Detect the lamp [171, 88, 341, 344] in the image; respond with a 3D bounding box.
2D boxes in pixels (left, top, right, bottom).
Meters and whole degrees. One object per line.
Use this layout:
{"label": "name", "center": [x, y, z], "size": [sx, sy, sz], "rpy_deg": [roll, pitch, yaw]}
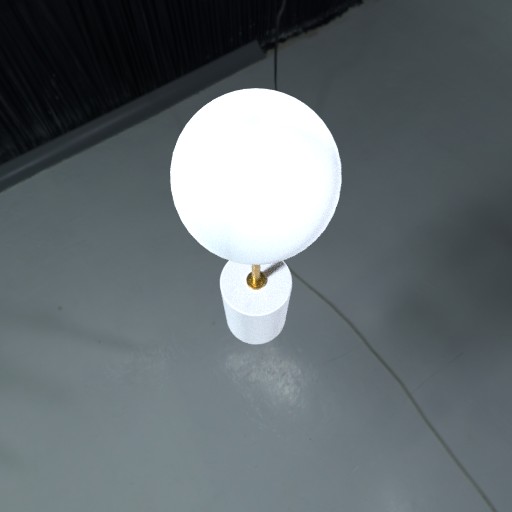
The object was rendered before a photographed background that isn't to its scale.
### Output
{"label": "lamp", "center": [0.000, 0.000, 0.550], "size": [0.153, 0.480, 0.153], "rpy_deg": [0, 65, 0]}
